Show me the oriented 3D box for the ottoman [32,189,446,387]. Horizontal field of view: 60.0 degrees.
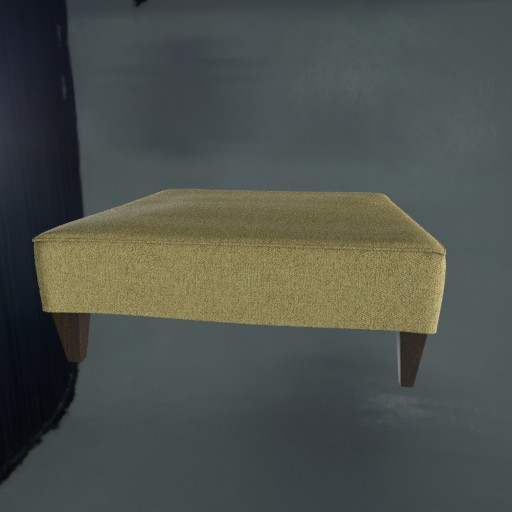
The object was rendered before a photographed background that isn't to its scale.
[{"bbox_3d":[0.000,0.000,1.501,0.970,0.378,0.981,2,15,8],"label":"ottoman"}]
